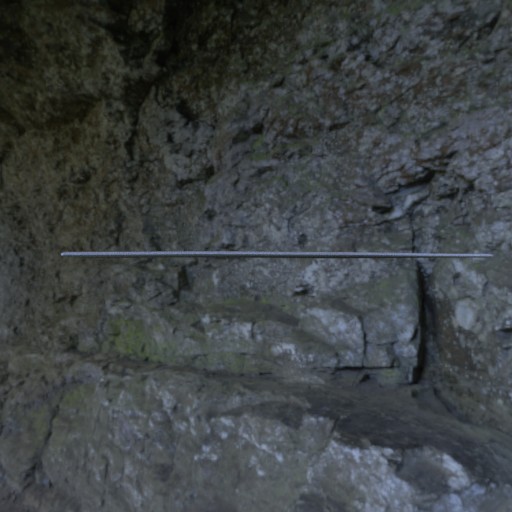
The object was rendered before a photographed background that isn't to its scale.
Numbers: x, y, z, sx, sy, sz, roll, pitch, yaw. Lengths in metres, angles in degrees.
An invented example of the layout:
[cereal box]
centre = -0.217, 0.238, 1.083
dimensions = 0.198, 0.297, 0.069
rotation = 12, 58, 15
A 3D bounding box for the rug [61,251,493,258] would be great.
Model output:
[rug]
centre = 0.000, 0.000, 4.084
dimensions = 3.017, 0.035, 2.472
rotation = 0, -1, -17
